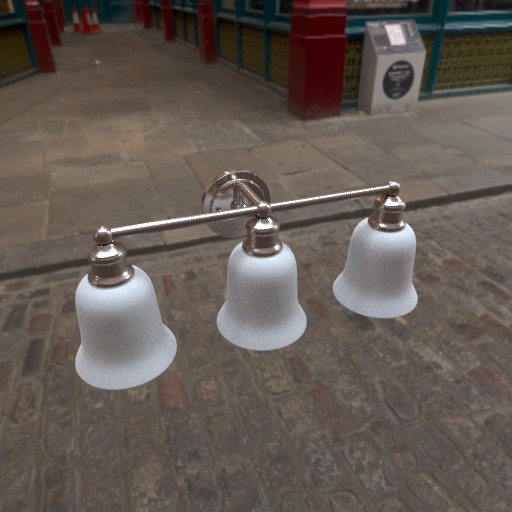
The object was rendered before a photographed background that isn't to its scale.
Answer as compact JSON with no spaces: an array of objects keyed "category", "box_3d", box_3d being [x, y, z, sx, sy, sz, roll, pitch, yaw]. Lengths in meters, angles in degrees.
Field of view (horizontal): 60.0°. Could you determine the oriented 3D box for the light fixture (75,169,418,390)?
[{"category":"light fixture","box_3d":[0.000,0.000,0.683,0.570,0.211,0.198,-11,33,-17]}]
